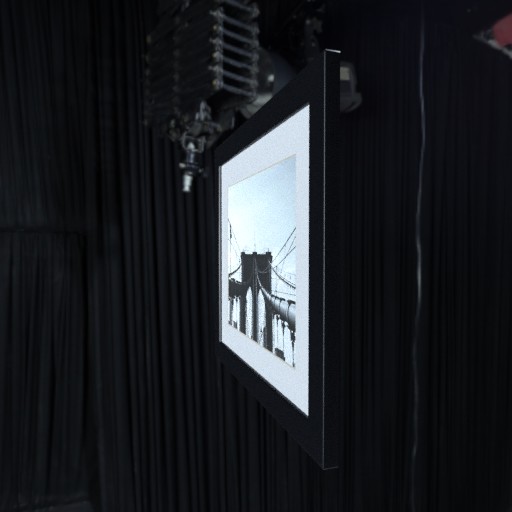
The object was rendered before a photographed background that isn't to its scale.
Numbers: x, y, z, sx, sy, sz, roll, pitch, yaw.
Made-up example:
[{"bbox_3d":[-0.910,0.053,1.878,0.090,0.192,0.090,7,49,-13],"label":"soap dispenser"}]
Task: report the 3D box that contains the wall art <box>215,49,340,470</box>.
[{"bbox_3d":[0.000,0.000,0.722,0.018,0.450,0.521,0,2,-18],"label":"wall art"}]
